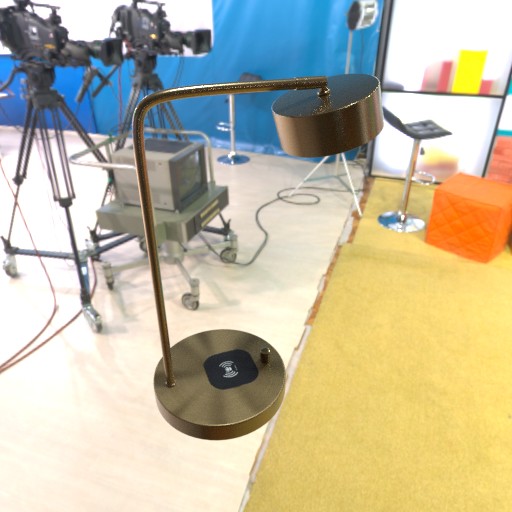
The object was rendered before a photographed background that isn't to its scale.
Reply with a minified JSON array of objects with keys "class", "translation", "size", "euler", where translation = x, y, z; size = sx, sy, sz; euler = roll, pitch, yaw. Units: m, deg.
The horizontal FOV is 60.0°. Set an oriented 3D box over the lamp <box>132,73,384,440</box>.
[{"class":"lamp","translation":[0.000,0.000,0.508],"size":[0.270,0.380,0.171],"euler":[-10,32,-17]}]
